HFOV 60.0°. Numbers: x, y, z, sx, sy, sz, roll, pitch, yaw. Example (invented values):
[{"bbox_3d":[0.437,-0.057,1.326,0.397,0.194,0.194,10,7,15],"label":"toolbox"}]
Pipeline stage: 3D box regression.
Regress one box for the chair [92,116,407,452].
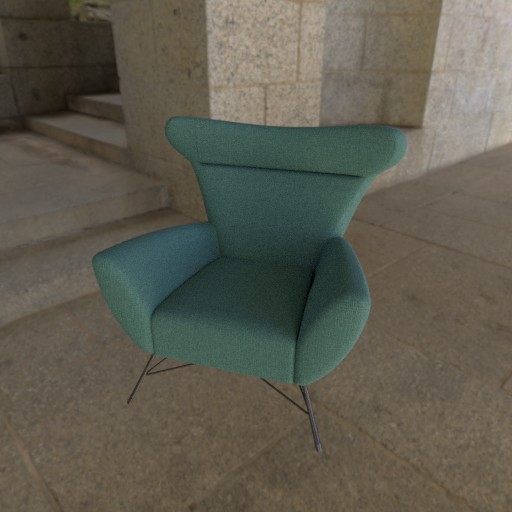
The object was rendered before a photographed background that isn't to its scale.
[{"bbox_3d":[0.000,0.000,1.800,1.050,0.980,0.900,8,27,16],"label":"chair"}]
